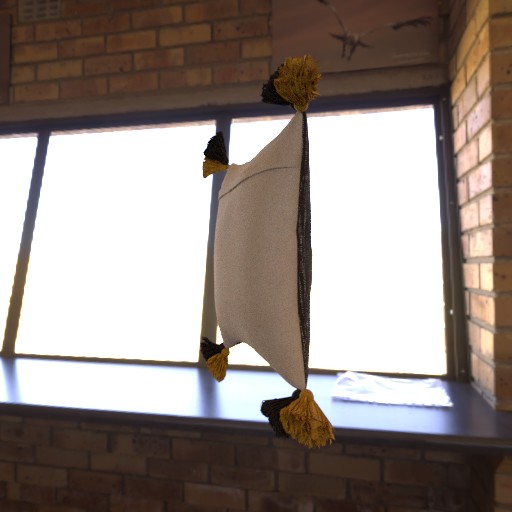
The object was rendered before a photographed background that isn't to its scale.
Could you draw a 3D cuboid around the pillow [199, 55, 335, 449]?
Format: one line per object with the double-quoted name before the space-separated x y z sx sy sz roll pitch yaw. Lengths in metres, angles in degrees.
"pillow" 0.000 0.000 0.956 0.139 0.659 0.654 0 -1 -19
